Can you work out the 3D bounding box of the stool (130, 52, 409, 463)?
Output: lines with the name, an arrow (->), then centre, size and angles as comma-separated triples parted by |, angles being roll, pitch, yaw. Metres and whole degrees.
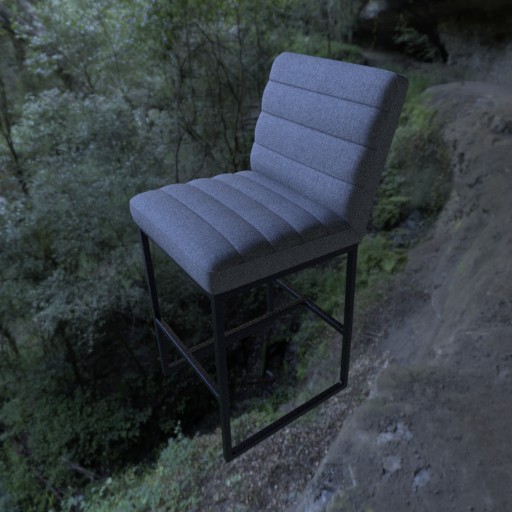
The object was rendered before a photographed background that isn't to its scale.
stool -> 0.000, 0.000, 1.311 | 0.571, 1.034, 0.459 | -21, 38, -29
